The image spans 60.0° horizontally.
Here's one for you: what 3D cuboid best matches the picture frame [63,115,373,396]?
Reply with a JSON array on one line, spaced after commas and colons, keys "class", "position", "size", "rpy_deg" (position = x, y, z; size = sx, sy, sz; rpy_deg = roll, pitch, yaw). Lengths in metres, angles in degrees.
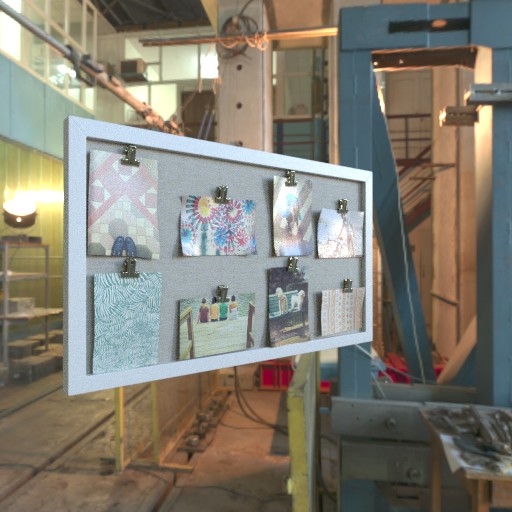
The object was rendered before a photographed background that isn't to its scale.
[{"class": "picture frame", "position": [0.000, 0.000, 0.798], "size": [0.647, 0.379, 0.044], "rpy_deg": [0, 0, -38]}]
